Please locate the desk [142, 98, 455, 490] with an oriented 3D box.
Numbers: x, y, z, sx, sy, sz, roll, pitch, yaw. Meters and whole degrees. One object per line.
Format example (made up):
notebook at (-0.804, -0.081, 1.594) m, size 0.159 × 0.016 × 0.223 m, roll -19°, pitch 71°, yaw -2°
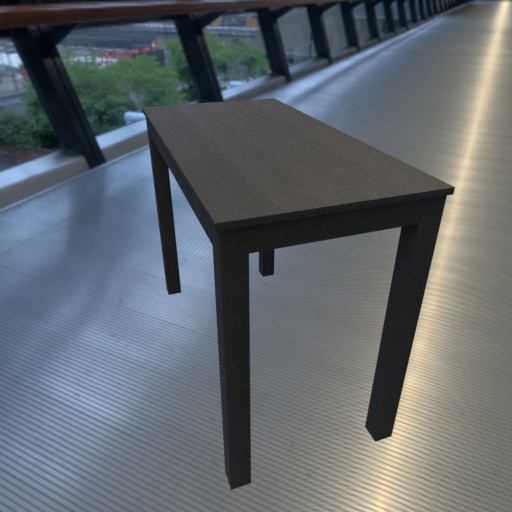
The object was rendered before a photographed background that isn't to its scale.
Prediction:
desk at (0.000, 0.000, 1.413) m, size 0.499 × 0.762 × 0.991 m, roll -10°, pitch 31°, yaw -17°
